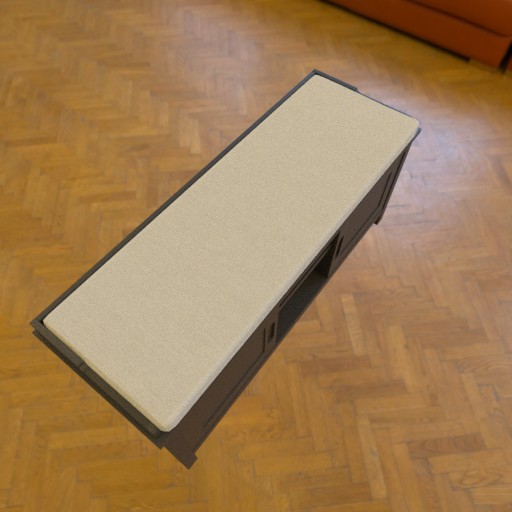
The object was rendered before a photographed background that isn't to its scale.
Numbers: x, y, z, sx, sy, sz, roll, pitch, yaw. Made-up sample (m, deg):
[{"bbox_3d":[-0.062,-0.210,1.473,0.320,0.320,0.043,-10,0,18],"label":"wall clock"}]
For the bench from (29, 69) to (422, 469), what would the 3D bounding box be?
[{"bbox_3d":[0.000,0.000,1.344,0.398,0.501,1.140,33,63,19],"label":"bench"}]
